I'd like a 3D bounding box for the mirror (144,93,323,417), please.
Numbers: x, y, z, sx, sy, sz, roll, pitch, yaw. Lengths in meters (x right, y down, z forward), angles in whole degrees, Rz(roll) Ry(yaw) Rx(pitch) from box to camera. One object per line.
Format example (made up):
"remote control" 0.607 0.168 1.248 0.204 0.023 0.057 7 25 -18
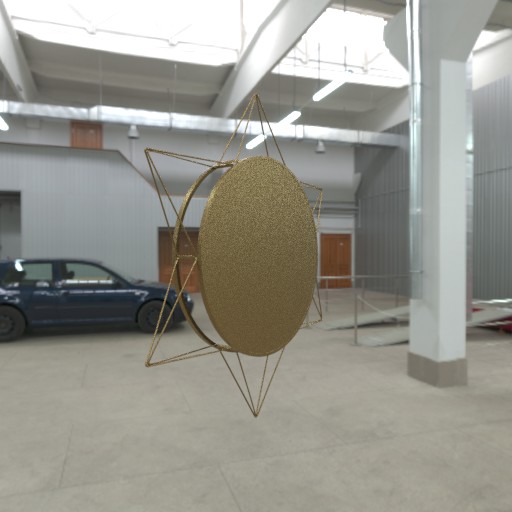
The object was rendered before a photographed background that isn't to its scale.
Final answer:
"mirror" 0.000 0.000 0.793 0.062 0.581 0.498 1 1 37
